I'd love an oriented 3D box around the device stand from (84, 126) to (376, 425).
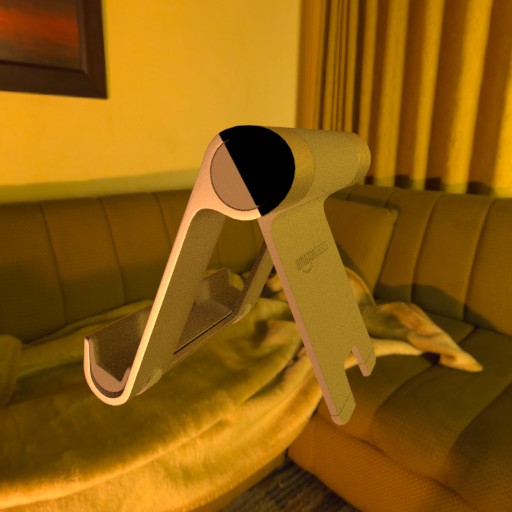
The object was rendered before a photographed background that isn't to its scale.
[{"bbox_3d":[0.000,0.000,0.152,0.079,0.084,0.086,7,16,25],"label":"device stand"}]
